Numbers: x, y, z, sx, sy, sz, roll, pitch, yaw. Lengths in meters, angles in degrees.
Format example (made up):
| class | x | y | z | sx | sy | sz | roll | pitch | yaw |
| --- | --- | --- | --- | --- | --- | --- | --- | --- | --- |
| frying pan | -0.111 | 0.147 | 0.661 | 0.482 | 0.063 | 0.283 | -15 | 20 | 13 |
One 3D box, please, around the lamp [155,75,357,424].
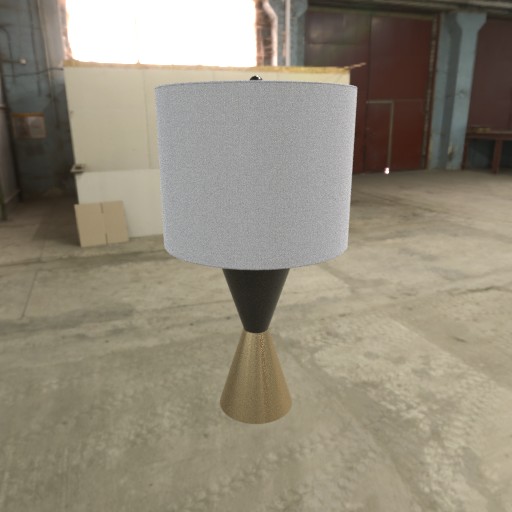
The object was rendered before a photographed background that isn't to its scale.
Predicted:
| class | x | y | z | sx | sy | sz | roll | pitch | yaw |
| --- | --- | --- | --- | --- | --- | --- | --- | --- | --- |
| lamp | 0.000 | 0.000 | 0.757 | 0.304 | 0.573 | 0.304 | 2 | 17 | 8 |
